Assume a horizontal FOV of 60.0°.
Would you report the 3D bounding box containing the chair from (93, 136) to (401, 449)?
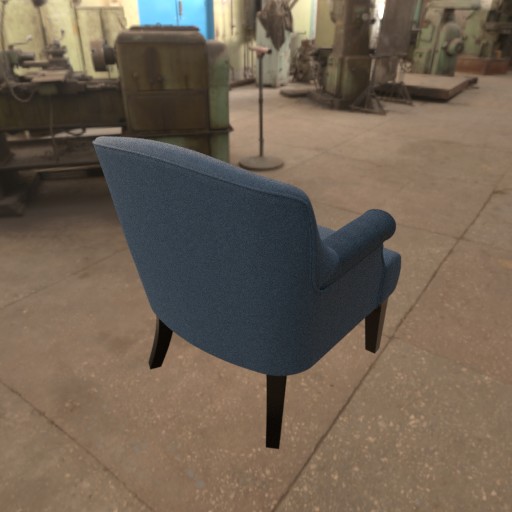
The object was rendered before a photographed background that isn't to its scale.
[{"bbox_3d":[0.000,0.000,1.444,0.770,0.878,0.754,21,36,33],"label":"chair"}]
